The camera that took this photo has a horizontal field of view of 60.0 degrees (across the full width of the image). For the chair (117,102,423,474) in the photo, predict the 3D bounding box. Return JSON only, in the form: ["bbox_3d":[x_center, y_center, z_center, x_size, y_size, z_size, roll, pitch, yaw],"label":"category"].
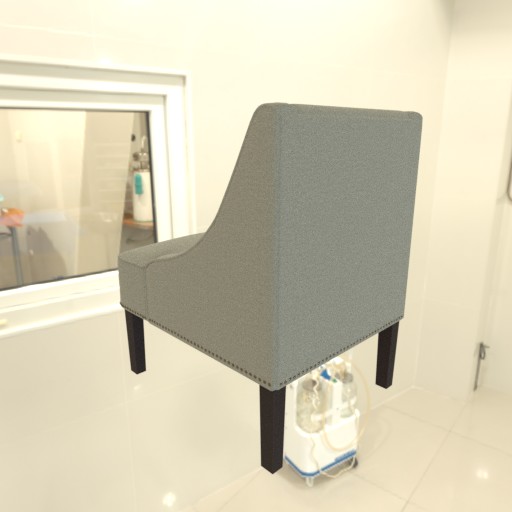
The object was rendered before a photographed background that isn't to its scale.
[{"bbox_3d":[0.000,0.000,1.397,0.610,0.864,0.737,-15,21,-42],"label":"chair"}]
